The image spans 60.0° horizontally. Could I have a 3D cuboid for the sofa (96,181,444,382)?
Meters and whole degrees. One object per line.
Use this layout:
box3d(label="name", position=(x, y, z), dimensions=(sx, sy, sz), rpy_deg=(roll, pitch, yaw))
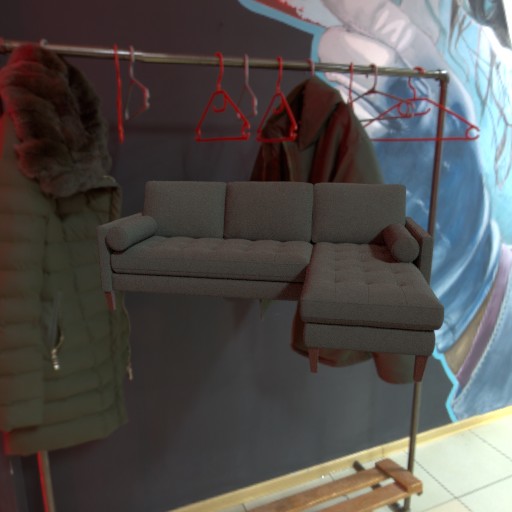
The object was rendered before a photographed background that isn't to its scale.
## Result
box3d(label="sofa", position=(0.000, 0.000, 2.903), dimensions=(2.178, 0.876, 1.506), rpy_deg=(2, 14, 10))
